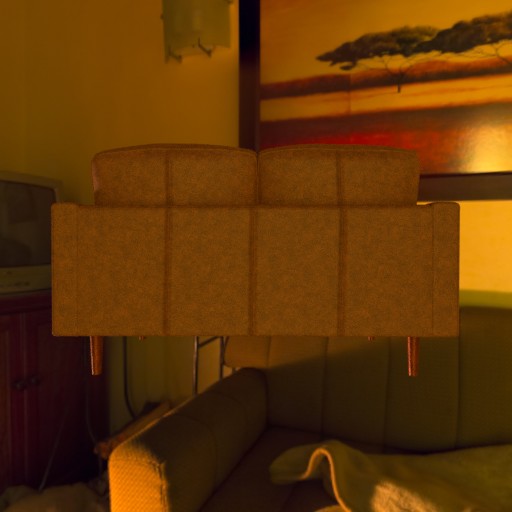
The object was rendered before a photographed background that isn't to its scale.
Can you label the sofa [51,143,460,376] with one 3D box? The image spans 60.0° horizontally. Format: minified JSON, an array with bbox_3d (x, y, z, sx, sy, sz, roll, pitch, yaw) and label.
[{"bbox_3d":[0.000,0.000,2.160,1.578,0.951,0.909,0,1,1],"label":"sofa"}]
